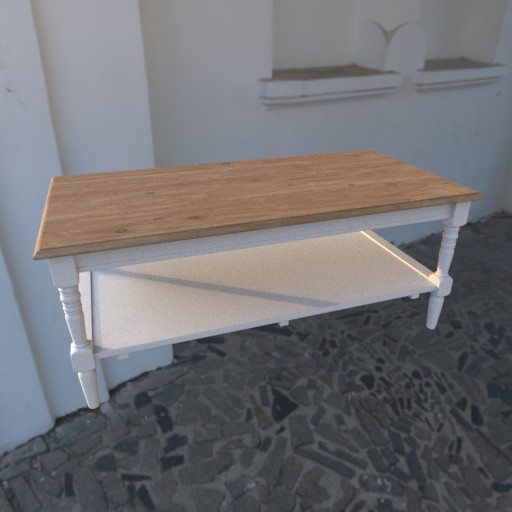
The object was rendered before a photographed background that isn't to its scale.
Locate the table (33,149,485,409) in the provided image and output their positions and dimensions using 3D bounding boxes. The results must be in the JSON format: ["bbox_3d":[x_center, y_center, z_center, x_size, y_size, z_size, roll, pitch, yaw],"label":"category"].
[{"bbox_3d":[0.000,0.000,1.363,1.118,0.458,0.559,-9,28,-17],"label":"table"}]
